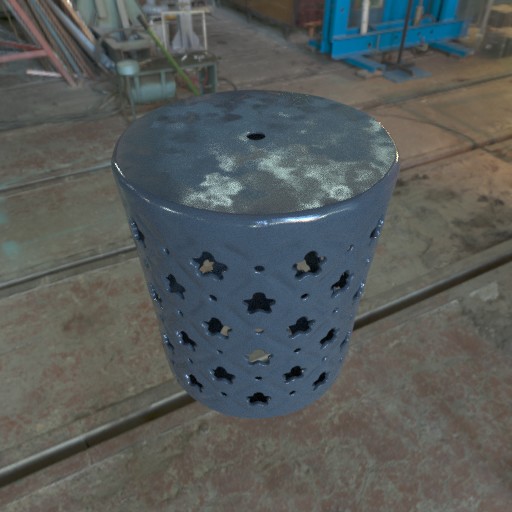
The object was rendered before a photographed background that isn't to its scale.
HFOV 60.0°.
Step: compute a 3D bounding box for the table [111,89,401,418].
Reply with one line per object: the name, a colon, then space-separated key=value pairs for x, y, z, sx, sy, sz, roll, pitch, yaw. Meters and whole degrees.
table: x=0.000 y=0.000 z=0.669 sx=0.352 sy=0.387 sz=0.352 roll=0 pitch=40 yaw=0
